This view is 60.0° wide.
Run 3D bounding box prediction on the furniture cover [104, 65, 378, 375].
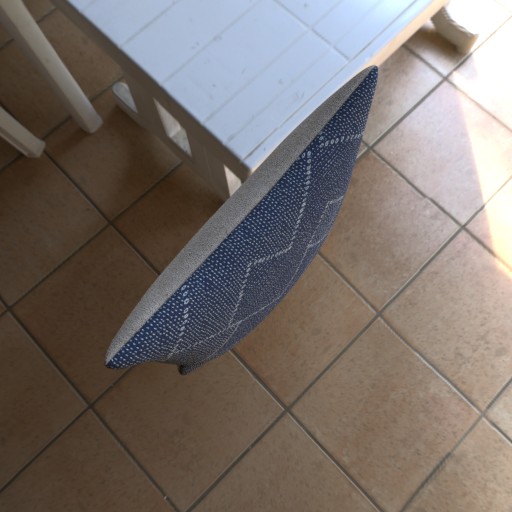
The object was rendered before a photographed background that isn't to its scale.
[{"bbox_3d":[0.000,0.000,0.771,0.162,0.503,0.511,39,78,10],"label":"furniture cover"}]
